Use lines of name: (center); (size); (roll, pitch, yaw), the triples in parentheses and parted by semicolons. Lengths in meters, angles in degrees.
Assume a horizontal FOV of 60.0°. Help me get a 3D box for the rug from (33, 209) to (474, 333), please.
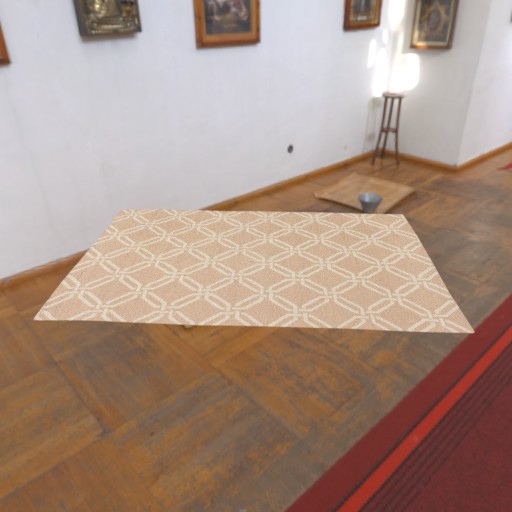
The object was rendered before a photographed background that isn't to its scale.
rug: (0.000, 0.000, 2.231); (1.745, 0.010, 1.146); (1, 29, 2)
